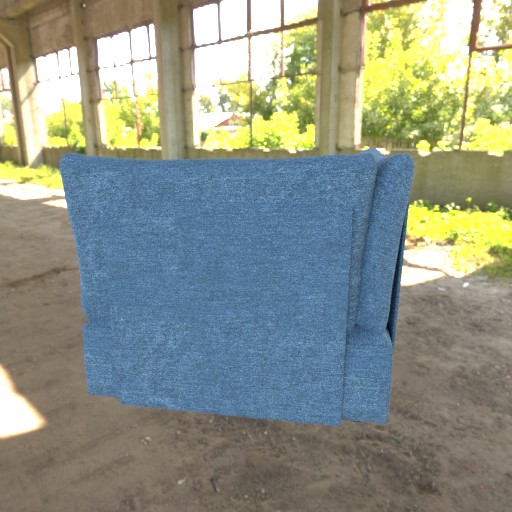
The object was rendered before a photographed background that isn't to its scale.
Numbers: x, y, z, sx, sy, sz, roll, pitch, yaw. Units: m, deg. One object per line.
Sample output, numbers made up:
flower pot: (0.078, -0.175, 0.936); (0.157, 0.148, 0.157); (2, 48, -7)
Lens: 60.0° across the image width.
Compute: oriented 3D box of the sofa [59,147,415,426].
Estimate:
sofa: (0.000, 0.000, 1.738); (1.000, 0.820, 1.000); (2, 15, 9)
